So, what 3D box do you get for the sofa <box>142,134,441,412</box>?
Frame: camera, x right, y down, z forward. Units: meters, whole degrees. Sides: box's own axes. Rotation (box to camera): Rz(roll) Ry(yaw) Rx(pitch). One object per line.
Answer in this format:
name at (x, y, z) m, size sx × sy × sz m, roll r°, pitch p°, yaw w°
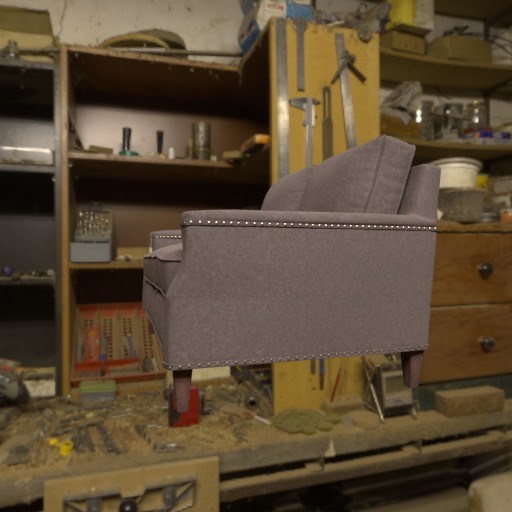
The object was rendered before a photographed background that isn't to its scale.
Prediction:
sofa at (0.000, 0.000, 2.290) m, size 1.084 × 1.003 × 1.597 m, roll 0°, pitch 1°, yaw -17°
